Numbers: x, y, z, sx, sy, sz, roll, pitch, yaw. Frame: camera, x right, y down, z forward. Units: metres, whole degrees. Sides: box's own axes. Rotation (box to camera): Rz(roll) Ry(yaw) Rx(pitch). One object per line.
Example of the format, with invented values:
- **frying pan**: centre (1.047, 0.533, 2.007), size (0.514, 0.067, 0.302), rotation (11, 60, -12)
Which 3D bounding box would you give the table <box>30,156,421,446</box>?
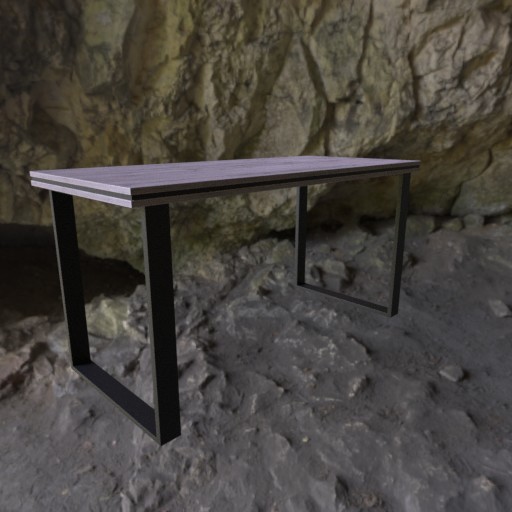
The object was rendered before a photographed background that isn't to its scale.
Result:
- **table**: centre (0.000, 0.000, 2.235), size (1.778, 0.899, 0.795), rotation (-15, 21, -43)
